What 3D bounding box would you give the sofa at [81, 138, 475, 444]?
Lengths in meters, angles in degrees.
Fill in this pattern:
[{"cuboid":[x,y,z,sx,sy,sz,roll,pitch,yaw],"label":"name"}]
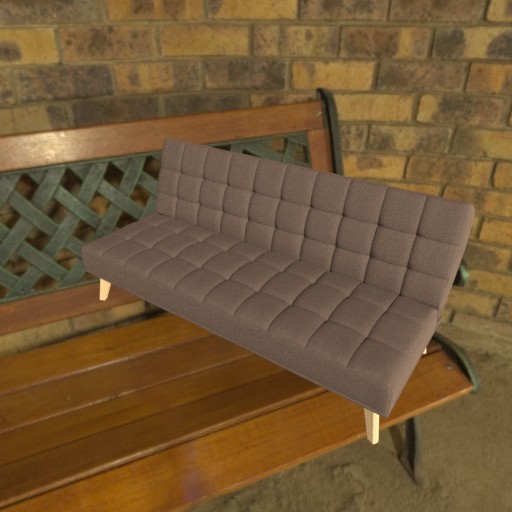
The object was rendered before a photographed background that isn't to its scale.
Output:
[{"cuboid":[0.000,0.000,2.276,1.800,0.810,0.860,19,35,30],"label":"sofa"}]
